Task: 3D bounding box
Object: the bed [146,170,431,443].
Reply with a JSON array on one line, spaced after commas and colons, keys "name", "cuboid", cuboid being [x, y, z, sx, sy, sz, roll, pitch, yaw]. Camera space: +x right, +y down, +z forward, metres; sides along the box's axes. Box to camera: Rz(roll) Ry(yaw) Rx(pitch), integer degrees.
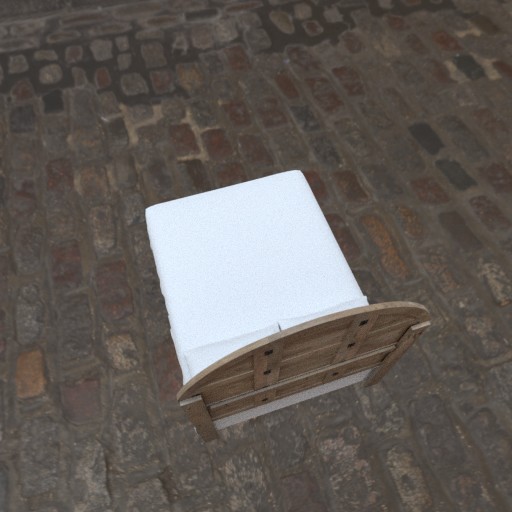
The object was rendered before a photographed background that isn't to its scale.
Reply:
[{"name": "bed", "cuboid": [0.000, 0.000, 3.528, 1.713, 2.002, 2.112, -16, 61, -9]}]
